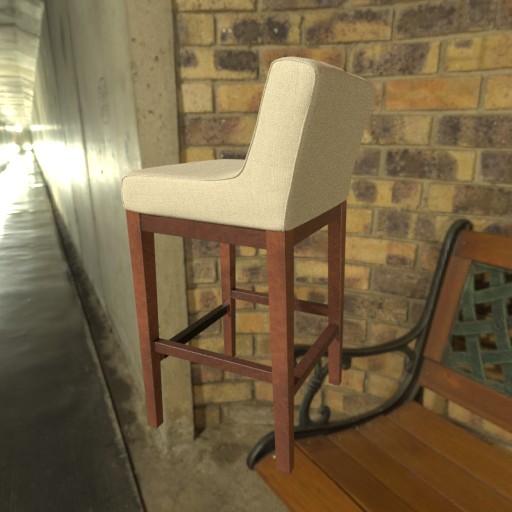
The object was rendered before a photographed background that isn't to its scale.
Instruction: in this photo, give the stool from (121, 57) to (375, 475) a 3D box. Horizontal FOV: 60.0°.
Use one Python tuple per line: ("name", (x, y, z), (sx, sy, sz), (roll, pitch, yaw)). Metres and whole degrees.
("stool", (0.000, 0.000, 1.222), (0.500, 0.937, 0.511), (8, 18, 25))
